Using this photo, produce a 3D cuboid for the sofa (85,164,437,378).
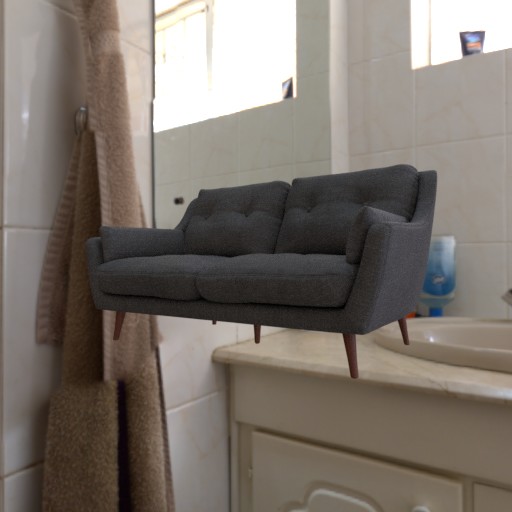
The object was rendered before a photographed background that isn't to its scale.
[{"bbox_3d":[0.000,0.000,2.240,1.646,0.887,0.976,-1,-1,35],"label":"sofa"}]
